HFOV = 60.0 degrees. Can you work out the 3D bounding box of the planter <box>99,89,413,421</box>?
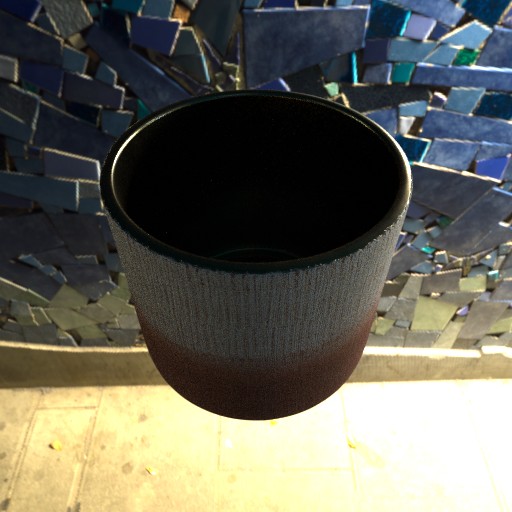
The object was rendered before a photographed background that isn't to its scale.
[{"bbox_3d":[0.000,0.000,0.386,0.221,0.201,0.221,0,46,0],"label":"planter"}]
